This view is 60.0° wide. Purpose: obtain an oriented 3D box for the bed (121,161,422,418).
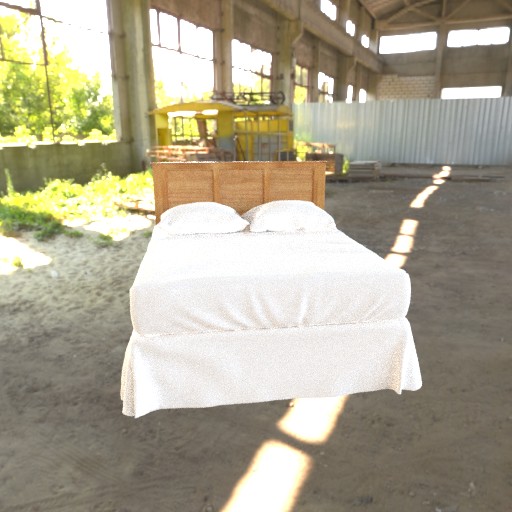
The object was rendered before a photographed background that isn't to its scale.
[{"bbox_3d":[0.000,0.000,3.313,1.870,1.273,2.035,-2,15,-8],"label":"bed"}]
